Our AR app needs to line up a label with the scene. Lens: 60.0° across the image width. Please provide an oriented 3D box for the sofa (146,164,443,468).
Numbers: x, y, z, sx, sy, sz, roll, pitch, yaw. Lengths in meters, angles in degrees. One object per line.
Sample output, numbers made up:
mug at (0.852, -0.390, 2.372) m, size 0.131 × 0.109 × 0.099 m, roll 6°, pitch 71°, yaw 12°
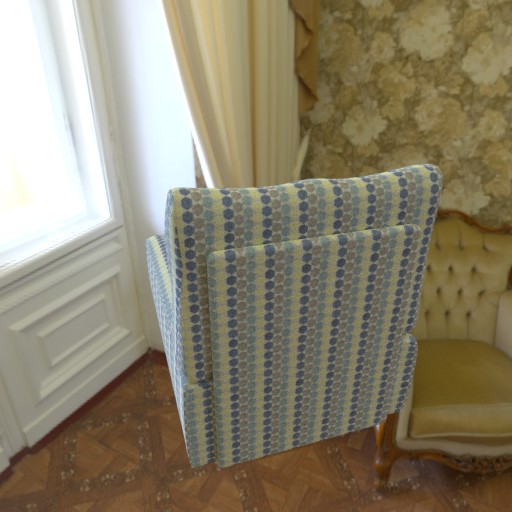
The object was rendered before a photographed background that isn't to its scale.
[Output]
sofa at (0.000, 0.000, 1.552) m, size 0.700 × 0.820 × 1.000 m, roll -8°, pitch 28°, yaw -16°
